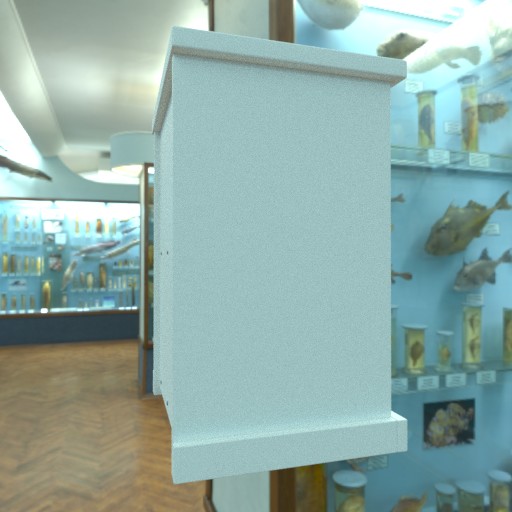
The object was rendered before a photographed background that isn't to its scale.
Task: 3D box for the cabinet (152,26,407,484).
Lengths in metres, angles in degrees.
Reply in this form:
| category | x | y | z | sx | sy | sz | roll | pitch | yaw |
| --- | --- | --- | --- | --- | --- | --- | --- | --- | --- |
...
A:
| category | x | y | z | sx | sy | sz | roll | pitch | yaw |
| --- | --- | --- | --- | --- | --- | --- | --- | --- | --- |
| cabinet | 0.000 | 0.000 | 1.004 | 0.431 | 0.723 | 0.520 | 0 | 0 | -17 |
